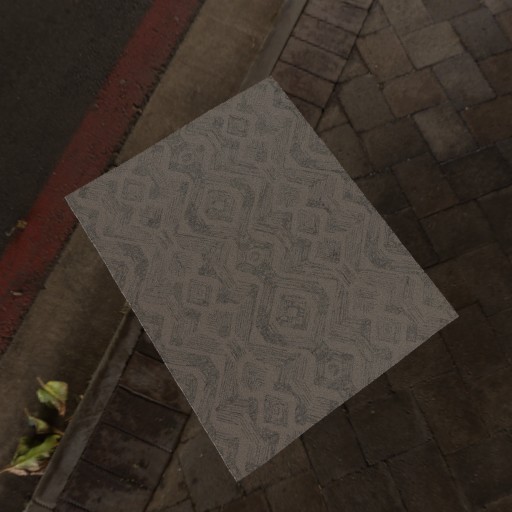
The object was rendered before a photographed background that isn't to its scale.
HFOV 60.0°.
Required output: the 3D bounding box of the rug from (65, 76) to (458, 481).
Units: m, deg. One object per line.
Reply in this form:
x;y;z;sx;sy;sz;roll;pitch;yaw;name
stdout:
0.000;0.000;4.152;2.430;0.030;3.054;-33;78;-8;rug
